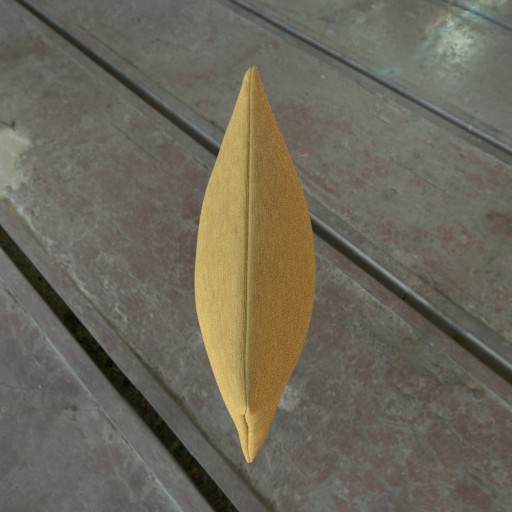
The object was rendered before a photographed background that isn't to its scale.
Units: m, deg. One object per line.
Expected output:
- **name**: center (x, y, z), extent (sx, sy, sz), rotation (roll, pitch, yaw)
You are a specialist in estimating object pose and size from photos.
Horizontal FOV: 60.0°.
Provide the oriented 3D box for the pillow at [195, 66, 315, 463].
- **pillow**: center (0.000, 0.000, 0.798), extent (0.210, 0.354, 0.634), rotation (0, 57, 0)
